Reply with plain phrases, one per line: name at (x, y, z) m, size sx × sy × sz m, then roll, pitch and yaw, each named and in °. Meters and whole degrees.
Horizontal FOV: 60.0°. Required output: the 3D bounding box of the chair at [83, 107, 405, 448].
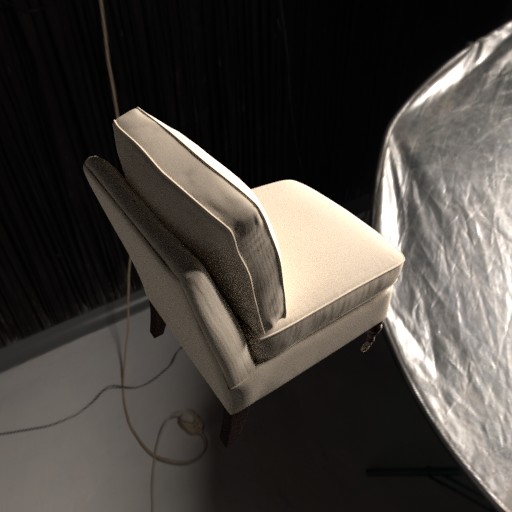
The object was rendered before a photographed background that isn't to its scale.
chair at (0.000, 0.000, 1.429) m, size 0.781 × 0.887 × 0.630 m, roll -24°, pitch 46°, yaw -26°
